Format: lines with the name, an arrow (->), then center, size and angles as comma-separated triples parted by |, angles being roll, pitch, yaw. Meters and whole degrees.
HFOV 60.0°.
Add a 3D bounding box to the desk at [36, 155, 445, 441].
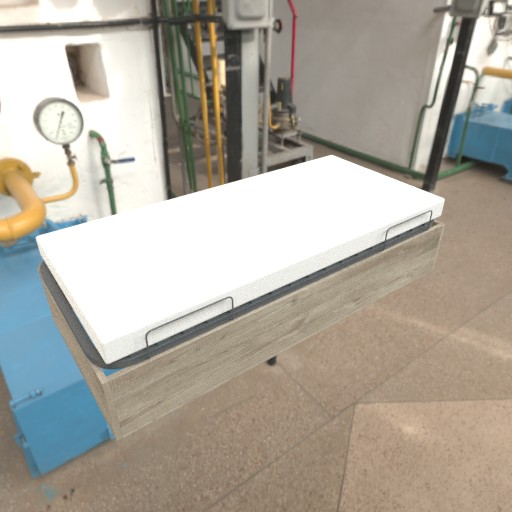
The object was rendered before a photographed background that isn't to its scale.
desk -> 0.000, 0.000, 2.272 | 1.900, 0.455, 0.900 | -21, 38, -30
